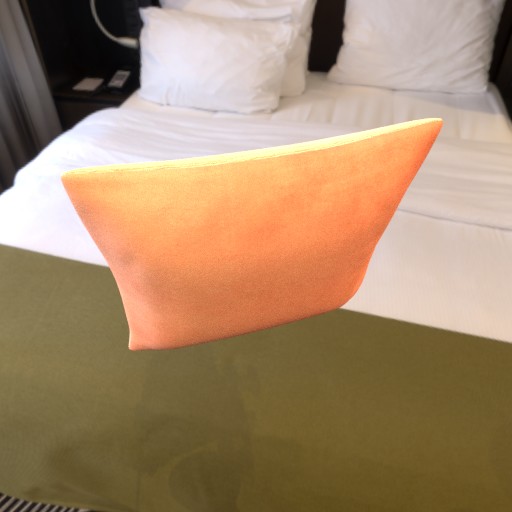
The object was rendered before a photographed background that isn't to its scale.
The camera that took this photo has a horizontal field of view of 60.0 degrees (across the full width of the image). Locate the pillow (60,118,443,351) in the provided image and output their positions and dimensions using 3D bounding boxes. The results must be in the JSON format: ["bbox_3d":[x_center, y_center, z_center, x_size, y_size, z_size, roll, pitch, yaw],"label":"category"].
[{"bbox_3d":[0.000,0.000,0.636,0.424,0.401,0.177,-12,42,-13],"label":"pillow"}]
